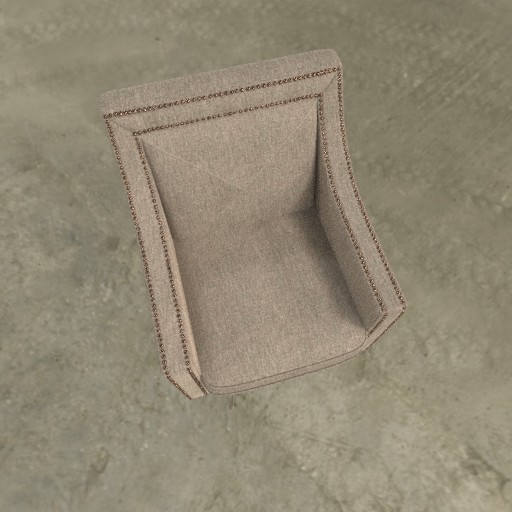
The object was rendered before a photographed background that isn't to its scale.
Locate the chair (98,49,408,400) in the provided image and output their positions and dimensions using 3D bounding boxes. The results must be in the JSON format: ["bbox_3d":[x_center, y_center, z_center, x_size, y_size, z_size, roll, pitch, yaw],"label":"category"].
[{"bbox_3d":[0.000,0.000,1.626,0.776,0.967,0.884,-14,65,-7],"label":"chair"}]
